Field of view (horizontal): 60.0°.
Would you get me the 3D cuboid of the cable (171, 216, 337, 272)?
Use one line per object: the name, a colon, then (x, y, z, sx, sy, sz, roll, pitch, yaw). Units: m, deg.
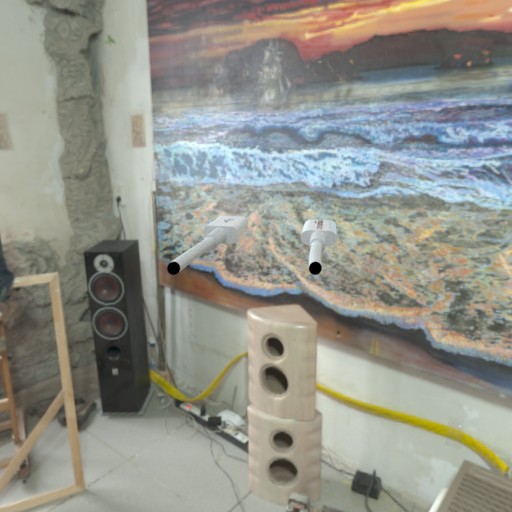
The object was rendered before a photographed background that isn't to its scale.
cable: (0.000, 0.000, 0.111, 0.040, 0.006, 0.098, 2, 15, 9)
